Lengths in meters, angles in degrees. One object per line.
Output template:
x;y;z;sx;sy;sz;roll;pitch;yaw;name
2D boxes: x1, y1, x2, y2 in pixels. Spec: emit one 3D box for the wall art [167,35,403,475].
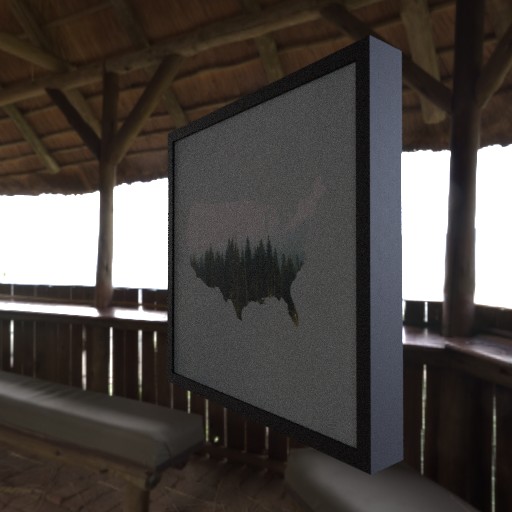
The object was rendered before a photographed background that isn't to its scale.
0.000;0.000;0.437;0.038;0.304;0.304;1;-1;-38;wall art
